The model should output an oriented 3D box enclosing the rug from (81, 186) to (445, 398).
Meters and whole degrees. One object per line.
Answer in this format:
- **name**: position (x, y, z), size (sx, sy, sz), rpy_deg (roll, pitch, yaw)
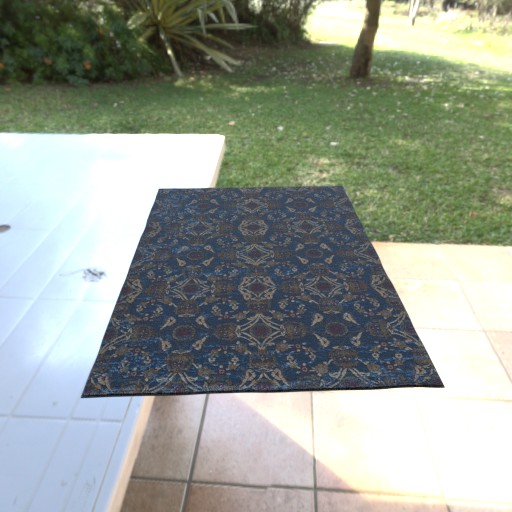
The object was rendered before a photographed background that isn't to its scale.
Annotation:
- **rug**: position (0.000, 0.000, 2.834), size (1.567, 0.014, 2.207), rpy_deg (-1, 32, -2)
